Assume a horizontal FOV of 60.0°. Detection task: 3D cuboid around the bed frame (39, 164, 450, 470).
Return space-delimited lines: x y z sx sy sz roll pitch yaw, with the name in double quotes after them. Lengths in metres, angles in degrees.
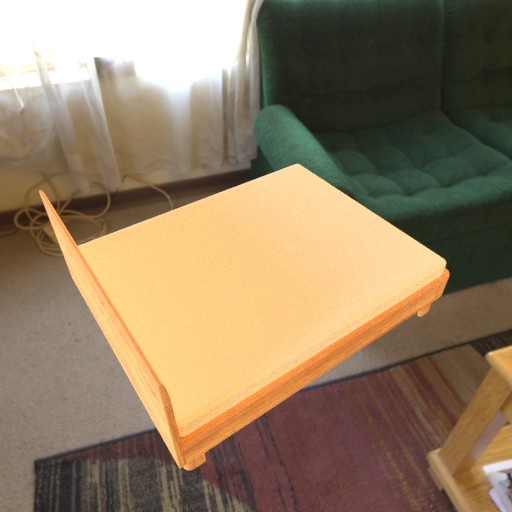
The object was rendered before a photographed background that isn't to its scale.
0.000 0.000 2.973 2.092 0.940 1.660 -25 47 -26 "bed frame"
